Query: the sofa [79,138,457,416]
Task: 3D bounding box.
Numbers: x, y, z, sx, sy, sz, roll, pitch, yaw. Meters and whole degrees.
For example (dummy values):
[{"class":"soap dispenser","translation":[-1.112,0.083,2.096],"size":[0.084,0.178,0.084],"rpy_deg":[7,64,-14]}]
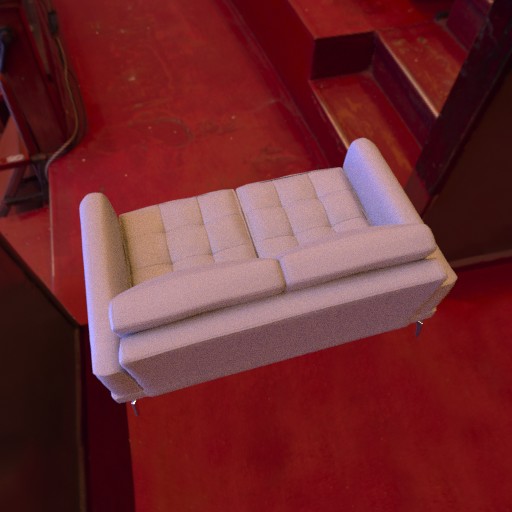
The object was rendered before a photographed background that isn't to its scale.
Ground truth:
[{"class":"sofa","translation":[0.000,0.000,2.458],"size":[1.819,0.930,1.121],"rpy_deg":[-13,58,-9]}]
